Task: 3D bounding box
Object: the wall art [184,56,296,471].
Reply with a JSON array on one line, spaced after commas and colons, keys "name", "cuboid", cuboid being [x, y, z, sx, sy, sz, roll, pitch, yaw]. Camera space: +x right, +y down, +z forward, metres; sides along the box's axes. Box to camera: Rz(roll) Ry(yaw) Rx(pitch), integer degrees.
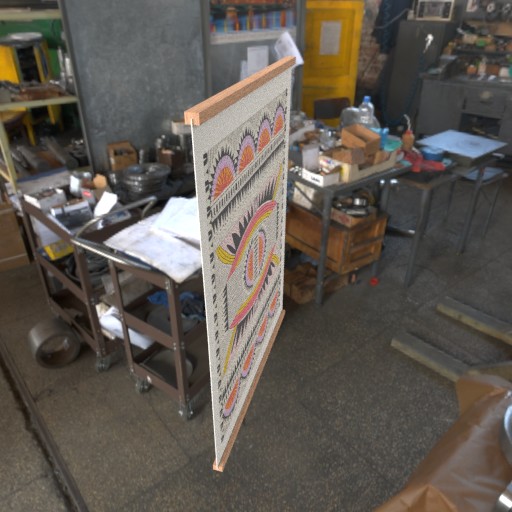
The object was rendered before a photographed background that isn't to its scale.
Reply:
[{"name": "wall art", "cuboid": [0.000, 0.000, 1.334, 0.028, 1.016, 0.765, 9, 32, 14]}]
